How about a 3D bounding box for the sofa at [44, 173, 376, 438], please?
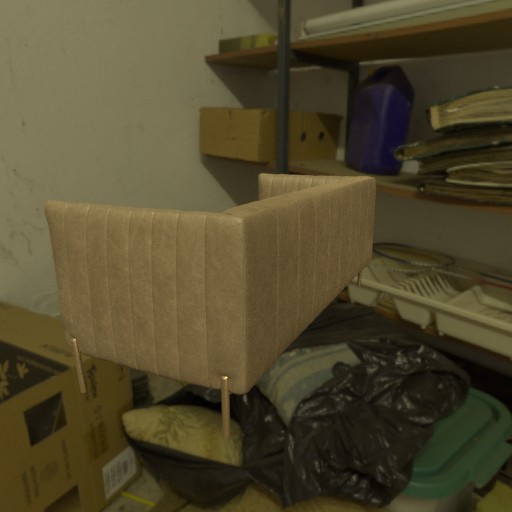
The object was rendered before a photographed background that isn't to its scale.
[{"bbox_3d":[0.000,0.000,2.406,0.876,0.779,1.980,7,16,25],"label":"sofa"}]
